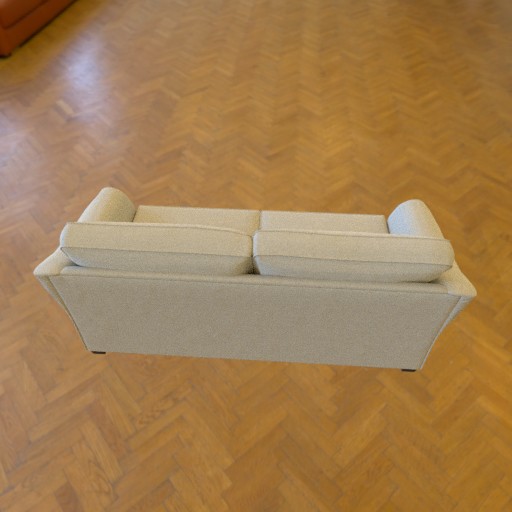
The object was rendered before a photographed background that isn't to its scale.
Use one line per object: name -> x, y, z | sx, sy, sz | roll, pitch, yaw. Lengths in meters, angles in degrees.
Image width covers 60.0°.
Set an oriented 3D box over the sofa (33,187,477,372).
sofa -> 0.000, 0.000, 2.751 | 2.270, 0.965, 0.980 | 3, 46, 3
